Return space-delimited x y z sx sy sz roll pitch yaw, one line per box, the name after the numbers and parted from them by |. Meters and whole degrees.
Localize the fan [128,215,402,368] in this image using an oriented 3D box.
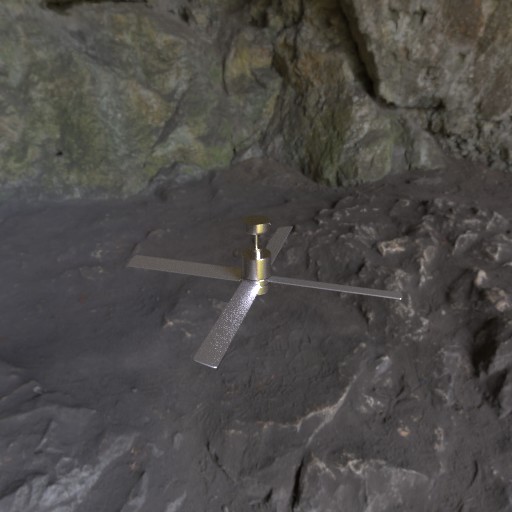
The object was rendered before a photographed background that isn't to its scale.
0.000 0.000 2.045 1.322 0.355 1.322 7 26 14 | fan
